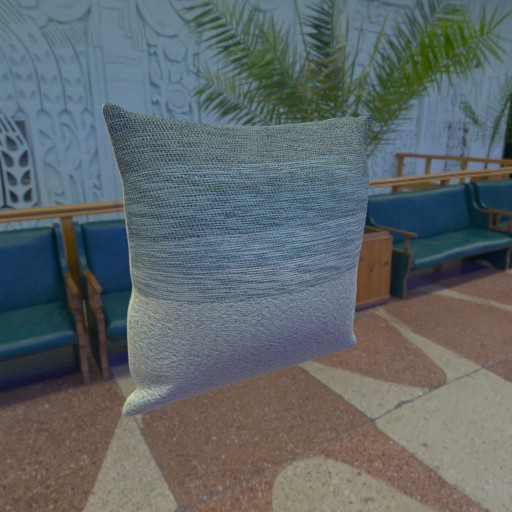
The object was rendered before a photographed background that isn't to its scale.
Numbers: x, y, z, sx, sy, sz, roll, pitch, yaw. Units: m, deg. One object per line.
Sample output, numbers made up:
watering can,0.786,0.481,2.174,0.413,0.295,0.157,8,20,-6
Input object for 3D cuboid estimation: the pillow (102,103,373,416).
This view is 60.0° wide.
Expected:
pillow,0.000,0.000,0.687,0.440,0.441,0.182,-9,19,-27
